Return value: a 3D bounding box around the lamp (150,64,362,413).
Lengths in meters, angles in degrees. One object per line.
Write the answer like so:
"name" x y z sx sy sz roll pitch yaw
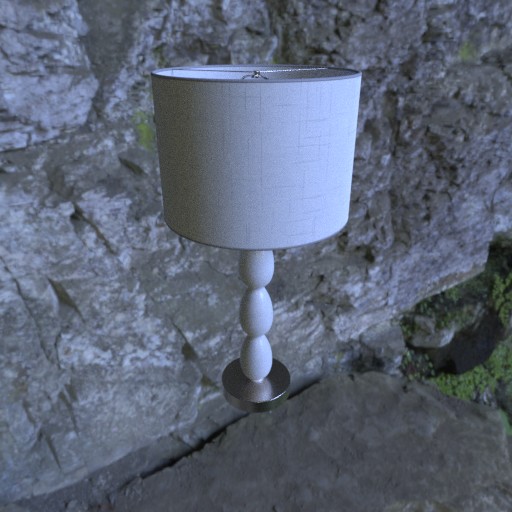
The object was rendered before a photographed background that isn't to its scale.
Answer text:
"lamp" 0.000 0.000 0.722 0.280 0.559 0.282 -18 32 -32
